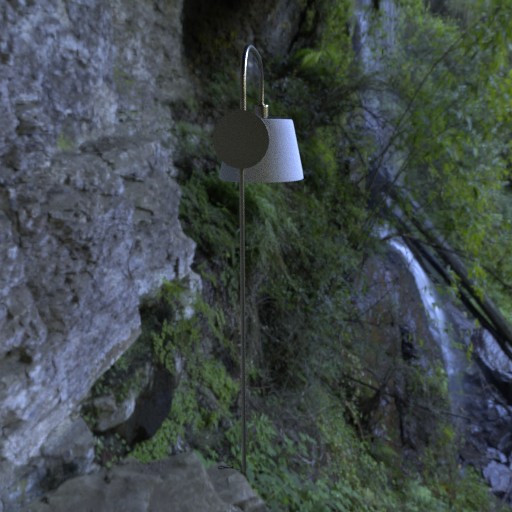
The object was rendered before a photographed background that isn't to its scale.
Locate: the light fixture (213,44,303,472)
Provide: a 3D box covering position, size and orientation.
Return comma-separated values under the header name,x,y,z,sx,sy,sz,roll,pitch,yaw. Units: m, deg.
name,x,y,z,sx,sy,sz,roll,pitch,yaw
light fixture,0.000,0.000,0.469,0.092,0.399,0.176,2,16,8
